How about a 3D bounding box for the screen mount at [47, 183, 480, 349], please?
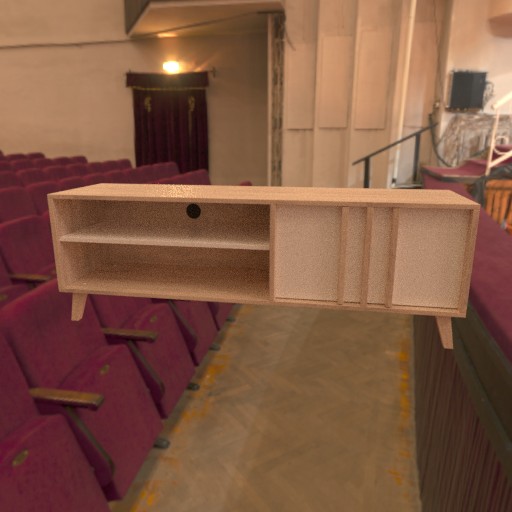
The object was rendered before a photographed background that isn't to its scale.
[{"bbox_3d":[0.000,0.000,1.772,1.500,0.510,0.400,3,15,10],"label":"screen mount"}]
